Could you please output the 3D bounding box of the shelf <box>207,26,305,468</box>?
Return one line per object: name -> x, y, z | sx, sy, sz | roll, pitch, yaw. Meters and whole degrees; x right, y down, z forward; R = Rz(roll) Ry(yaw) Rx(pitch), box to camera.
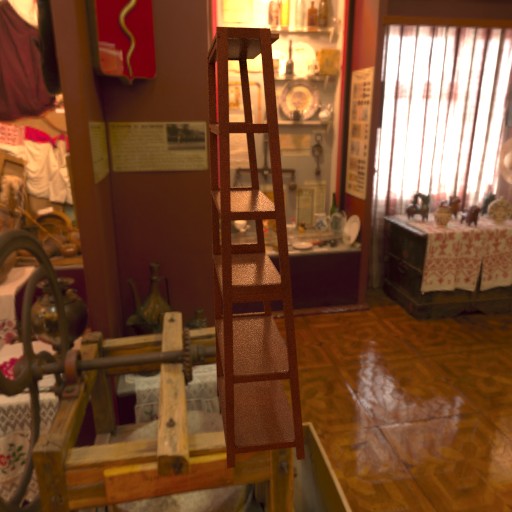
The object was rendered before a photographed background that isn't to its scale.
shelf -> 0.000, 0.000, 2.160 | 0.382, 1.892, 0.660 | -3, 18, -9
